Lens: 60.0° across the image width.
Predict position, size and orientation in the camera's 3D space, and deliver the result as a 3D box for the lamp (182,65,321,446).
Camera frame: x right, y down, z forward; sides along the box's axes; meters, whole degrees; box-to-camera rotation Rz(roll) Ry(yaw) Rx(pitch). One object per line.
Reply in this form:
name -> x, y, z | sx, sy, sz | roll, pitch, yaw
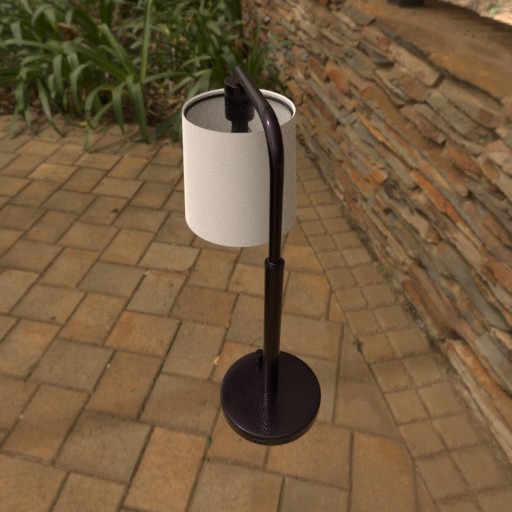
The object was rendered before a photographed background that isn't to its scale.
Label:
lamp -> 0.000, 0.000, 0.643 | 0.171, 0.489, 0.333 | -11, 41, -13
